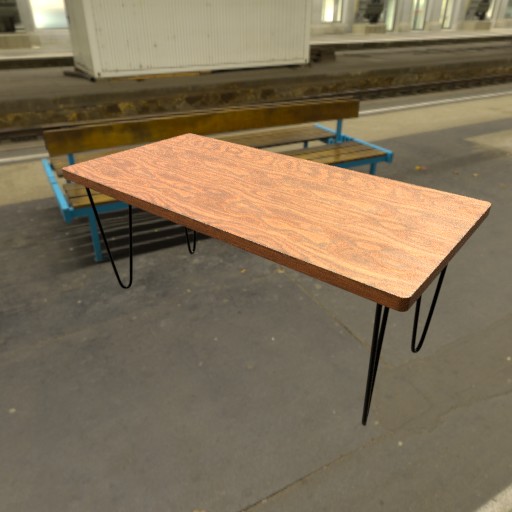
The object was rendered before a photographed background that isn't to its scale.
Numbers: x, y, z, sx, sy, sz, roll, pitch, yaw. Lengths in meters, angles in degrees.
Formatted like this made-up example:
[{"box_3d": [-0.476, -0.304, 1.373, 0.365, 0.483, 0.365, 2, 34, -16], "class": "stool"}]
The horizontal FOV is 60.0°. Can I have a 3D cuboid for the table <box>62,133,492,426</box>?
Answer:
[{"box_3d": [0.000, 0.000, 2.197, 1.791, 0.753, 0.883, 22, 36, 33], "class": "table"}]
